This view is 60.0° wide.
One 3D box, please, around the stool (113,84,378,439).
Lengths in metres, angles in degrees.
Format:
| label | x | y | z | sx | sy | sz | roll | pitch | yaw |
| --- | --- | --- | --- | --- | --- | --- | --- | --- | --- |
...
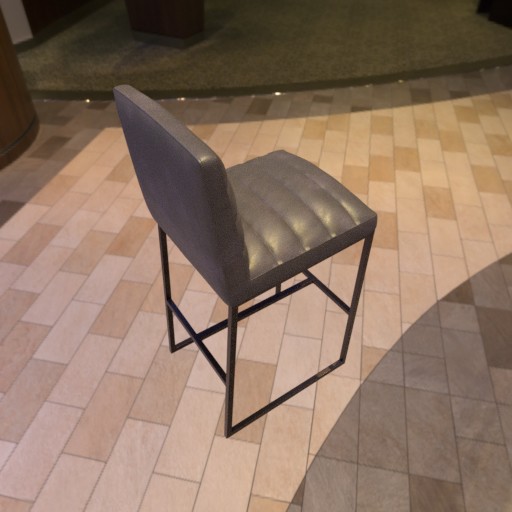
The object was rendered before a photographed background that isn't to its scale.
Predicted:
| label | x | y | z | sx | sy | sz | roll | pitch | yaw |
| --- | --- | --- | --- | --- | --- | --- | --- | --- | --- |
| stool | 0.000 | 0.000 | 1.390 | 0.562 | 1.065 | 0.463 | -24 | 47 | -25 |
